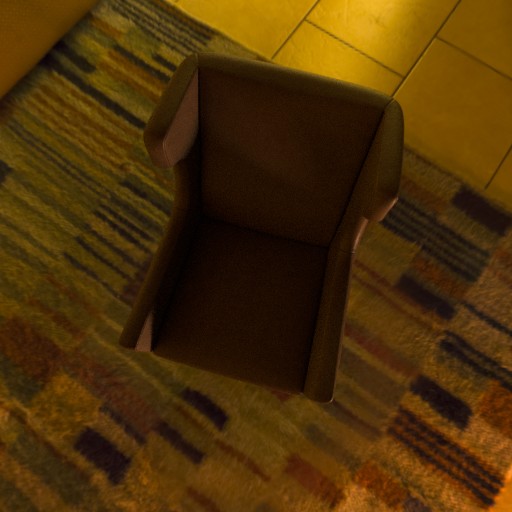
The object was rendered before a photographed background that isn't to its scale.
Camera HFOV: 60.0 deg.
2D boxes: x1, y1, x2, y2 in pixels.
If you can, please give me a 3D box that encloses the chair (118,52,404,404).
[{"bbox_3d":[0.000,0.000,1.632,0.769,1.079,0.899,15,77,3],"label":"chair"}]
